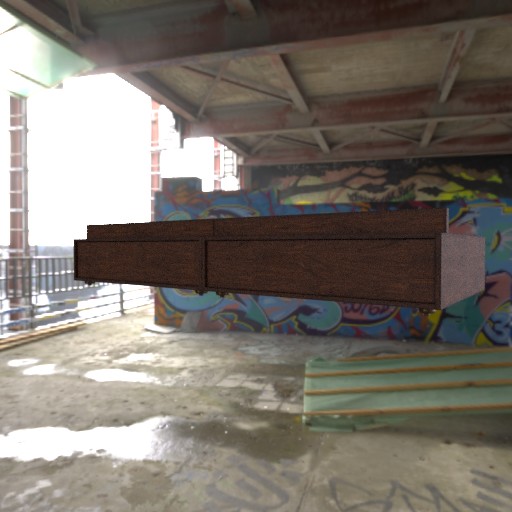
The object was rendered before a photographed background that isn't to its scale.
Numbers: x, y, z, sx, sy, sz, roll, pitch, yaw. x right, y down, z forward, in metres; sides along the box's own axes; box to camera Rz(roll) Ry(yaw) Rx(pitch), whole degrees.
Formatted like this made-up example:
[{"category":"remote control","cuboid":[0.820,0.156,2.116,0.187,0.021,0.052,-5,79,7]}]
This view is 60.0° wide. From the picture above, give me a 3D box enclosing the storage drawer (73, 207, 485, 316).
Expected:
[{"category":"storage drawer","cuboid":[0.000,0.000,2.183,1.914,0.339,0.774,1,2,36]}]
